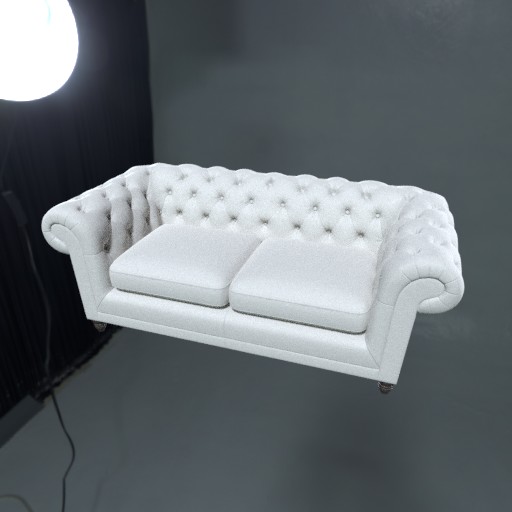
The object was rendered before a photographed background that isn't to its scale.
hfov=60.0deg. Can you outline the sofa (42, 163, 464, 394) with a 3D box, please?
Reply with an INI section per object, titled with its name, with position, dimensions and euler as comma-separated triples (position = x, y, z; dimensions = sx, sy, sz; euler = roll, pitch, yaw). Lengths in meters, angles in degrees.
[sofa]
position = 0.000, 0.000, 2.481
dimensions = 1.998, 0.764, 0.986
euler = 8, 28, 16
